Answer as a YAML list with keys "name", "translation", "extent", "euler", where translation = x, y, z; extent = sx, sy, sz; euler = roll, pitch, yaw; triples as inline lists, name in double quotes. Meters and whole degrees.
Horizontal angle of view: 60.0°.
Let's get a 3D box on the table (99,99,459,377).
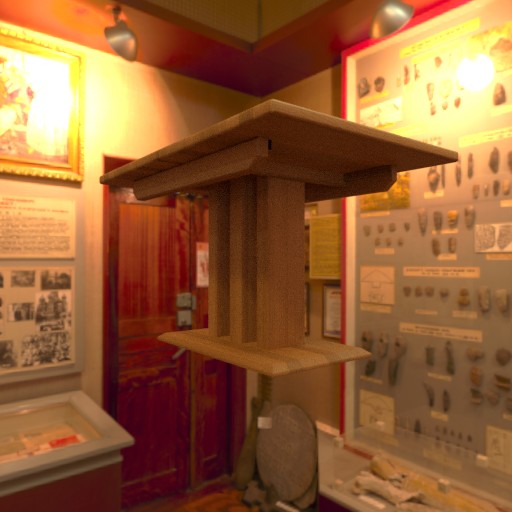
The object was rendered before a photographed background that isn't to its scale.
- name: "table"
  translation: [0.000, 0.000, 1.877]
  extent: [0.900, 0.770, 1.300]
  euler: [0, -1, -38]
